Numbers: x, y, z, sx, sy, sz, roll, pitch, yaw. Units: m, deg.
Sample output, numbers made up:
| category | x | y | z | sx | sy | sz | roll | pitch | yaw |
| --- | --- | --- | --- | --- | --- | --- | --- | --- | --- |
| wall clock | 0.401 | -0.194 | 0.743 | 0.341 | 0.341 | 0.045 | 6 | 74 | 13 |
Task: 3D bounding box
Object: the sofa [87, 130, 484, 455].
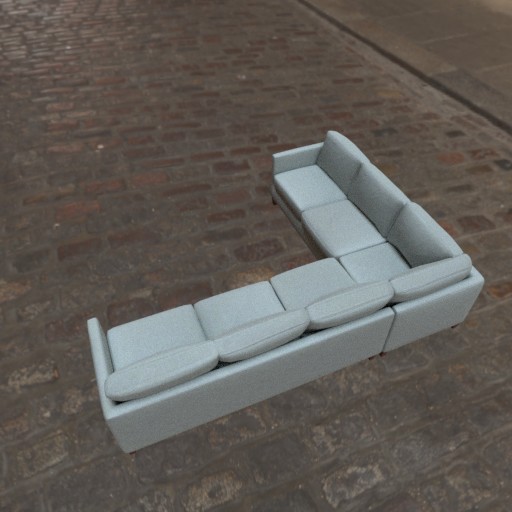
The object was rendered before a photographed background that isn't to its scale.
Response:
| category | x | y | z | sx | sy | sz | roll | pitch | yaw |
| --- | --- | --- | --- | --- | --- | --- | --- | --- | --- |
| sofa | 0.000 | 0.000 | 4.392 | 3.301 | 0.947 | 2.592 | -17 | 48 | -16 |
